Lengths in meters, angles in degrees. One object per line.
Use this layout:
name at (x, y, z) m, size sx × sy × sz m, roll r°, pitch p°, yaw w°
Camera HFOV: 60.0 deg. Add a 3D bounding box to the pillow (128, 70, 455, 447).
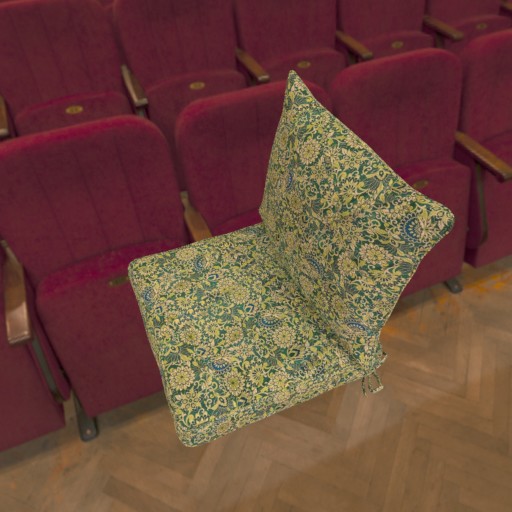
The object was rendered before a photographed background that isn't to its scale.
pillow at (0.000, 0.000, 1.323) m, size 0.740 × 0.722 × 0.798 m, roll -17°, pitch 49°, yaw -16°
